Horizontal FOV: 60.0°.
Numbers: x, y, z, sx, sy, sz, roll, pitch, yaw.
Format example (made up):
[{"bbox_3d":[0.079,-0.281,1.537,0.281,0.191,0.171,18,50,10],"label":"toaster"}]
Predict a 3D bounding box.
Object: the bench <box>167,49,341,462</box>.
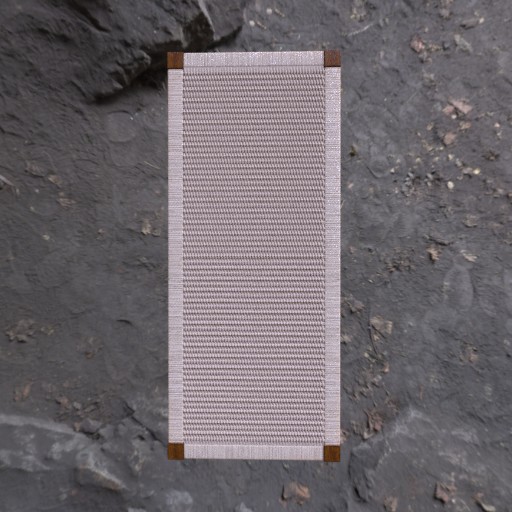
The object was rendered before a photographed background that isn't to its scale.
[{"bbox_3d":[0.000,0.000,1.522,0.507,0.457,1.198,0,90,2],"label":"bench"}]
